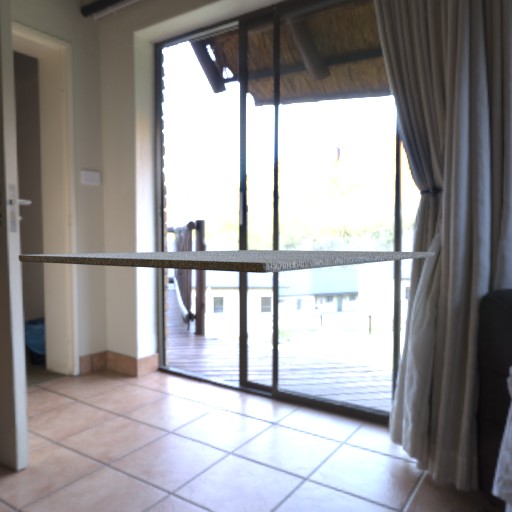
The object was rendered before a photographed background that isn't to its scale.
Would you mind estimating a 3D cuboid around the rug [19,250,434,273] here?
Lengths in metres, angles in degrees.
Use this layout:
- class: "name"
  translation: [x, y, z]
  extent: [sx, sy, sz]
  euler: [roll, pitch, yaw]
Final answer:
- class: "rug"
  translation: [0.000, 0.000, 2.055]
  extent: [1.199, 0.025, 1.600]
  euler: [1, 2, 36]
